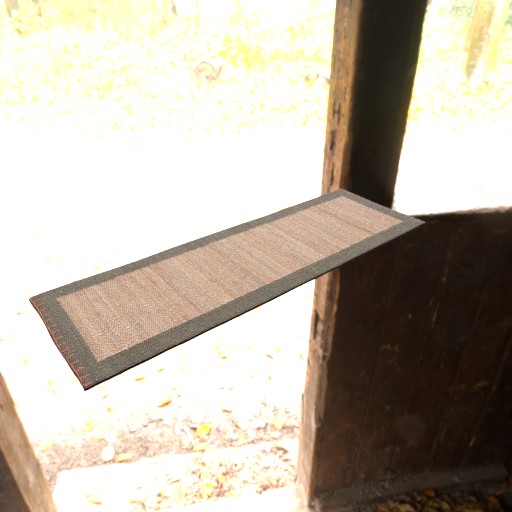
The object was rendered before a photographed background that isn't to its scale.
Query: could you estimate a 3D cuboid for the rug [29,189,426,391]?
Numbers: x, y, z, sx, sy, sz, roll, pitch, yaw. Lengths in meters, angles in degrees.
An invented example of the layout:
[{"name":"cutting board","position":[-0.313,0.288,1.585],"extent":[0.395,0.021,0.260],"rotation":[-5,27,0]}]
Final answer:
[{"name":"rug","position":[0.000,0.000,2.692],"extent":[2.413,0.016,0.810],"rotation":[-22,37,-32]}]
